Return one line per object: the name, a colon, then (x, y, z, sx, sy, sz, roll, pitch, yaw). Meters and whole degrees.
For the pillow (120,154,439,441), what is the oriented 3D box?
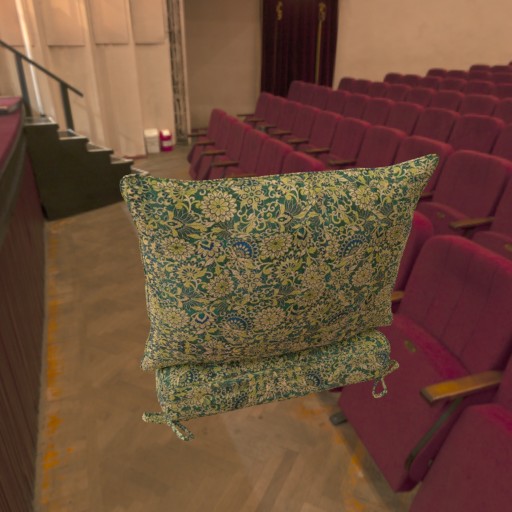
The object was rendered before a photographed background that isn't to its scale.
pillow: (0.000, 0.000, 1.391, 0.798, 0.722, 0.740, -7, 26, -15)
